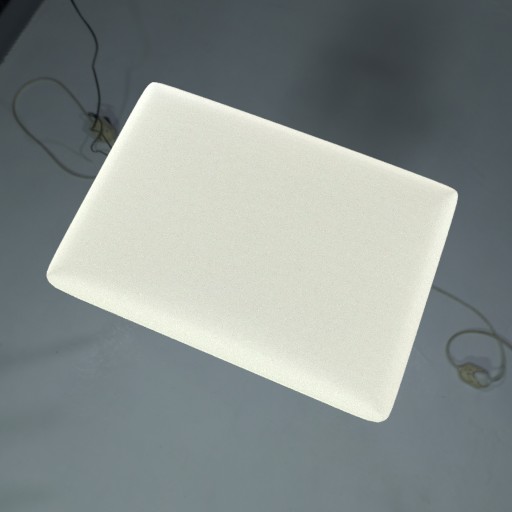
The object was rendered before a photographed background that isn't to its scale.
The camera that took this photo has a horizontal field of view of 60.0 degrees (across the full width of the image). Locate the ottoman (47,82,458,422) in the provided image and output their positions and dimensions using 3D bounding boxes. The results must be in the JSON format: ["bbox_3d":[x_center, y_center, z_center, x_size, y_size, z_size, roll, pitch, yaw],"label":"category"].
[{"bbox_3d":[0.000,0.000,1.224,0.835,0.497,0.581,22,76,6],"label":"ottoman"}]
